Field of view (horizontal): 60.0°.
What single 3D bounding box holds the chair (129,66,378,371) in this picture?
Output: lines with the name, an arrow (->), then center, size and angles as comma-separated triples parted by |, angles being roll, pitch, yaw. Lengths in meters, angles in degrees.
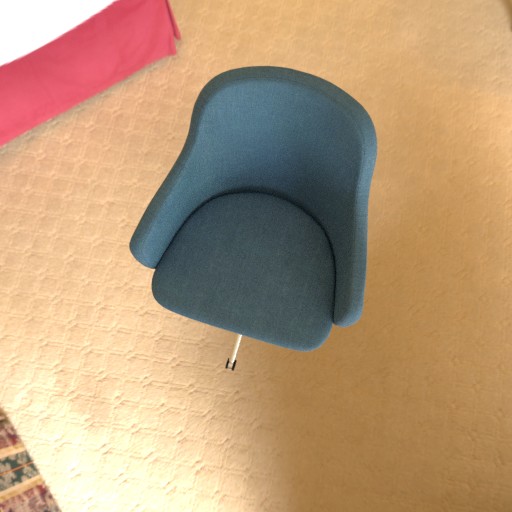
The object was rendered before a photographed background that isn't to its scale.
chair -> 0.000, 0.000, 1.275 | 0.599, 0.820, 0.655 | 17, 76, 4
